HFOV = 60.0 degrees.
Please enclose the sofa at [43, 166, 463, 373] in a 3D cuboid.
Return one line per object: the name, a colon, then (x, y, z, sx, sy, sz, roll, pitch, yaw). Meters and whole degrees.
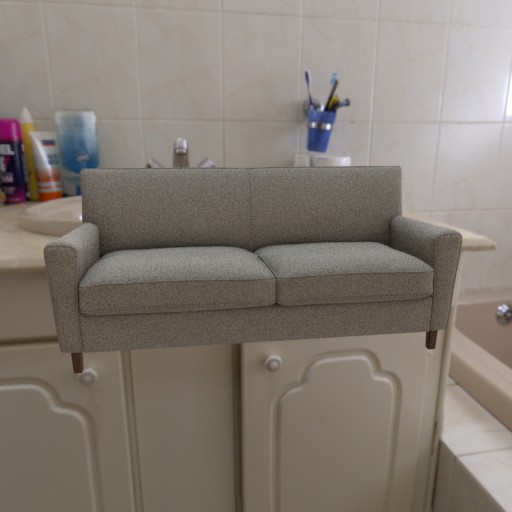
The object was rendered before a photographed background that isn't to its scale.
sofa: (0.000, 0.000, 2.494, 2.026, 0.942, 0.854, -2, 15, -8)
